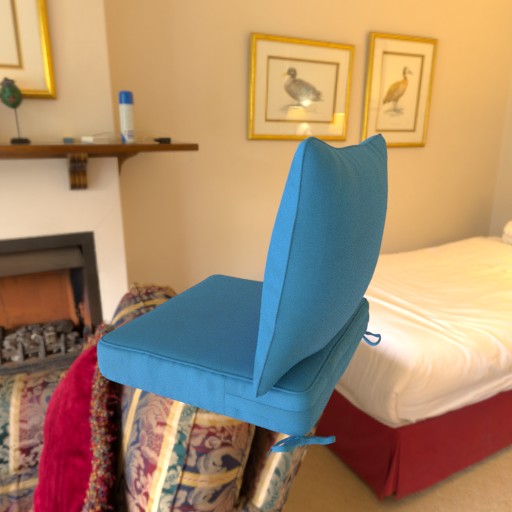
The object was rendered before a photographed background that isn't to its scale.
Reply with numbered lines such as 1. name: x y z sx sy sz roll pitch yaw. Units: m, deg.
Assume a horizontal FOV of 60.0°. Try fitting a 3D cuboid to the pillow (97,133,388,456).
1. pillow: 0.000 0.000 1.360 0.733 0.725 0.798 8 18 24
